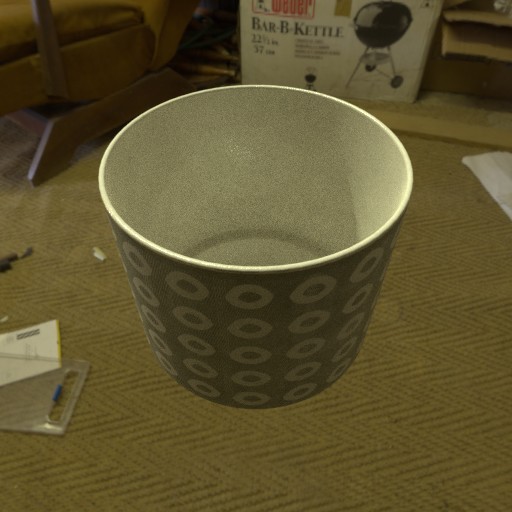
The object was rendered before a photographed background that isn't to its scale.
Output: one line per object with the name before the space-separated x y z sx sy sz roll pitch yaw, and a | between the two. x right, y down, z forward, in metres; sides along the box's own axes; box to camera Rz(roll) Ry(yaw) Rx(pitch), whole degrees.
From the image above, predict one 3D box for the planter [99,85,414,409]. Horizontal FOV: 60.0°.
planter | 0.000 0.000 0.340 0.190 0.181 0.190 0 47 0
